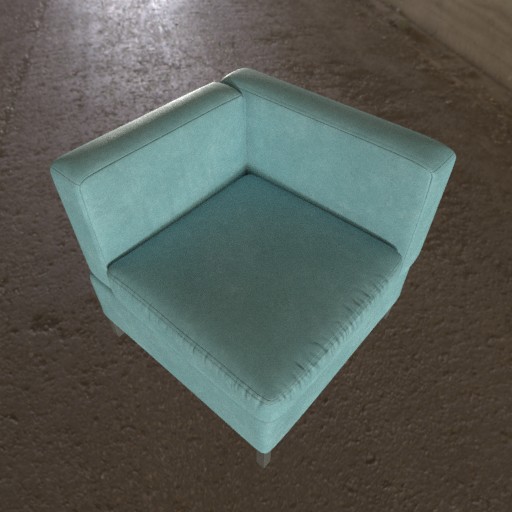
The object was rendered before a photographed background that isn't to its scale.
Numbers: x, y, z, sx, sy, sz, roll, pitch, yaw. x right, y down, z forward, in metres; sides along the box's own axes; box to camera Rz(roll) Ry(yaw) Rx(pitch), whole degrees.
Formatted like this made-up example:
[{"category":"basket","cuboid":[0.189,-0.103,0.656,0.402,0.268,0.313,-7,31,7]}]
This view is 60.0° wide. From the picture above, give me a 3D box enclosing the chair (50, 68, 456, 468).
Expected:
[{"category":"chair","cuboid":[0.000,0.000,1.199,0.680,0.660,0.680,32,55,27]}]
